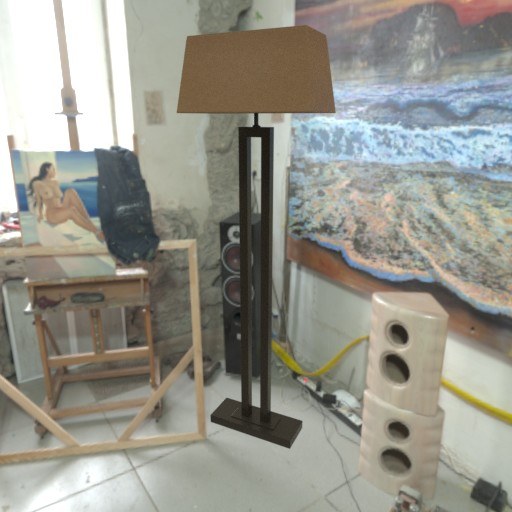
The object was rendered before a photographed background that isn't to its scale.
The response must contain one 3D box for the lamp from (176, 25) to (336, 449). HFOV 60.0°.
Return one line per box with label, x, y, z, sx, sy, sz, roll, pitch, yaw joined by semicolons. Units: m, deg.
lamp;0.000;0.000;1.619;0.475;1.469;0.233;8;19;25
